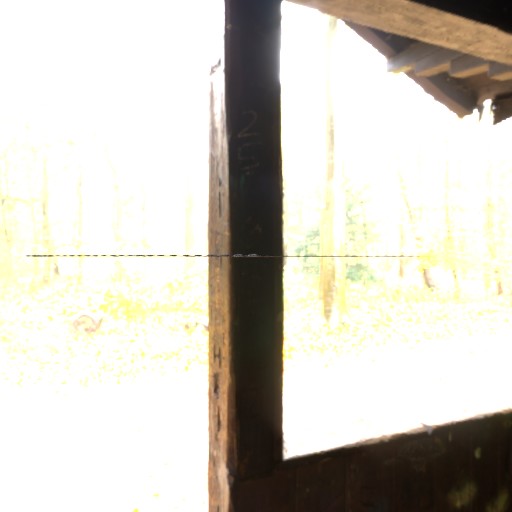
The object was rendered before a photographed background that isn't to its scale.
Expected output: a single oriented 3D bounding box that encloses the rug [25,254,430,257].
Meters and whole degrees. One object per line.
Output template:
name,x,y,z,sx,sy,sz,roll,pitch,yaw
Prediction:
rug,0.000,0.000,4.438,2.471,0.016,3.416,0,0,37
